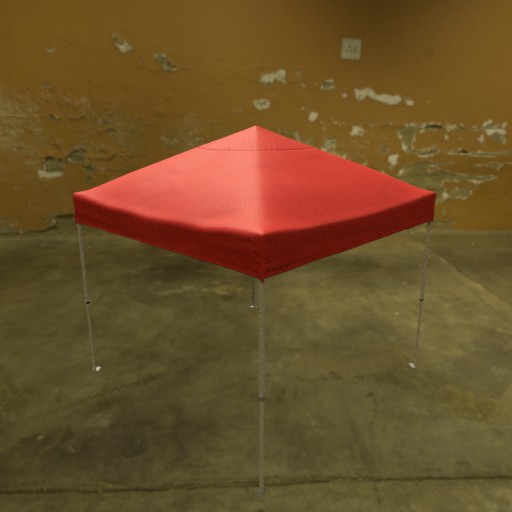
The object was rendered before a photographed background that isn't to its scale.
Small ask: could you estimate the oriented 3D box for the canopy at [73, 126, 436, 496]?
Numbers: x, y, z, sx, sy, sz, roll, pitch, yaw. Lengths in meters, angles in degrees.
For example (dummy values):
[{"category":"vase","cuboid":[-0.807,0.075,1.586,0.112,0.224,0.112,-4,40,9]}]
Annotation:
[{"category":"canopy","cuboid":[0.000,0.000,5.311,2.996,2.997,2.998,15,22,42]}]
